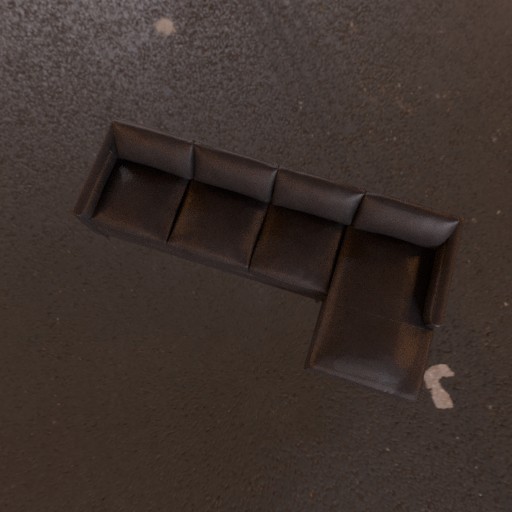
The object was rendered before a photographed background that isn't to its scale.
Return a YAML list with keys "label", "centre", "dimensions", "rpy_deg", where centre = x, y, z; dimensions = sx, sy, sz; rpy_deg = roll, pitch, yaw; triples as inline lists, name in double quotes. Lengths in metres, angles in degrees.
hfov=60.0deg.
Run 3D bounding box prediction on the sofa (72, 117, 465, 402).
- label: "sofa"
  centre: [0.000, 0.000, 3.610]
  dimensions: [2.993, 0.859, 1.471]
  rpy_deg: [17, 75, 5]
